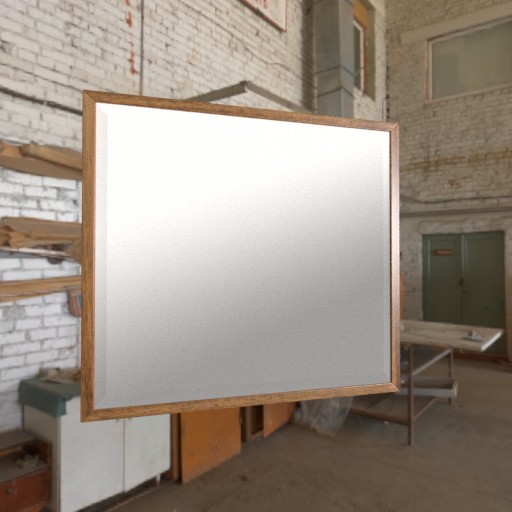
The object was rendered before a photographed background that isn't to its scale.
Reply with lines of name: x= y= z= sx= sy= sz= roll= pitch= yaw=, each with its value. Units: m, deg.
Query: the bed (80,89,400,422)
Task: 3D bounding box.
bed: x=0.000 y=0.000 z=1.421 sx=1.041 sy=0.940 sz=0.043 roll=0 pitch=-1 yaw=-17
